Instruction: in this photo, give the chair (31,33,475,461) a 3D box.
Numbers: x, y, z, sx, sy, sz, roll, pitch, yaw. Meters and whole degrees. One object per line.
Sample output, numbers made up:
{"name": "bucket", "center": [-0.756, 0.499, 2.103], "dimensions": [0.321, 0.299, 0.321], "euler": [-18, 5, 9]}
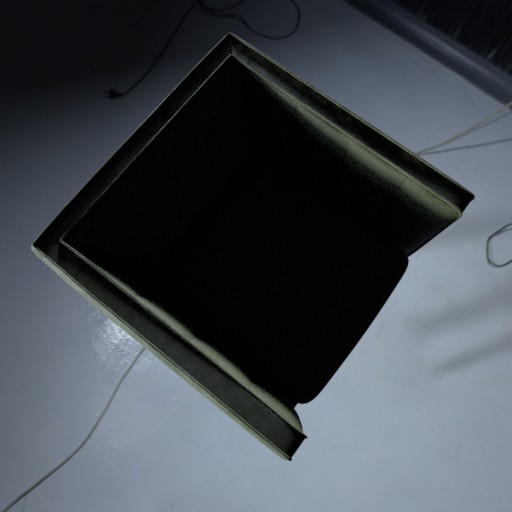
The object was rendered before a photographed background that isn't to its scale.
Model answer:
{"name": "chair", "center": [0.000, 0.000, 1.552], "dimensions": [0.894, 0.790, 0.880], "euler": [37, 79, 9]}
